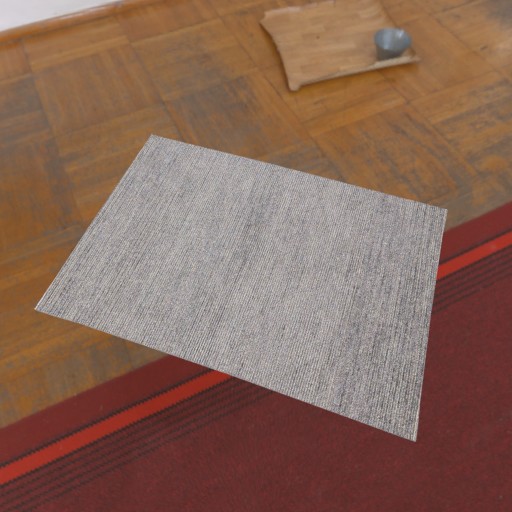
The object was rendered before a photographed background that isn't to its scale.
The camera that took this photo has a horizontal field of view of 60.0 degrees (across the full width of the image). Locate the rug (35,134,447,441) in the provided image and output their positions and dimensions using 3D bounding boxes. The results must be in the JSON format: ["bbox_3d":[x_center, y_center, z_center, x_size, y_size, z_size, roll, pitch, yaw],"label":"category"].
[{"bbox_3d":[0.000,0.000,2.894,2.307,0.030,1.604,16,60,10],"label":"rug"}]
